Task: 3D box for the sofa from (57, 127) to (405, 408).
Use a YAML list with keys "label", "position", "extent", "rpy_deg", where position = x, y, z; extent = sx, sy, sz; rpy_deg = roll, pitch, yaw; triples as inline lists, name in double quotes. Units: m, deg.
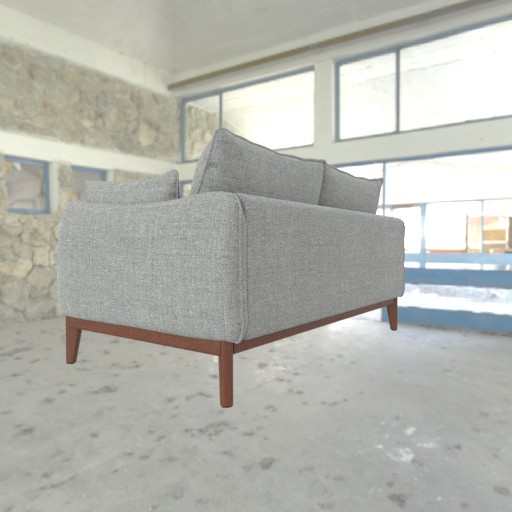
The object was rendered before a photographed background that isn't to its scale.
- label: "sofa"
  position: [0.000, 0.000, 2.134]
  extent: [0.972, 0.851, 1.580]
  rpy_deg: [1, 2, 36]
